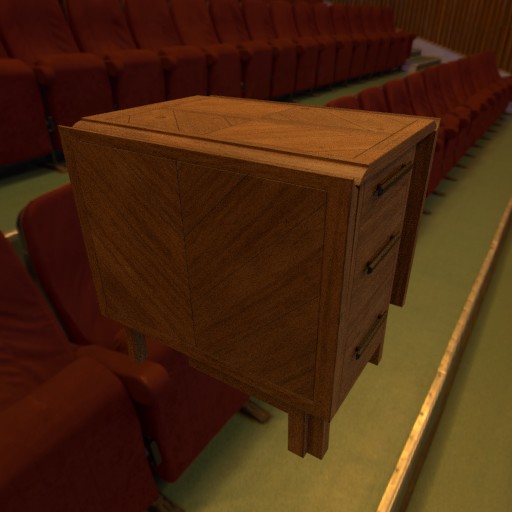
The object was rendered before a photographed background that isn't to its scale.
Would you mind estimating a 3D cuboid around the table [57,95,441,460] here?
[{"bbox_3d":[0.000,0.000,1.269,0.746,0.763,0.591,17,32,29],"label":"table"}]
